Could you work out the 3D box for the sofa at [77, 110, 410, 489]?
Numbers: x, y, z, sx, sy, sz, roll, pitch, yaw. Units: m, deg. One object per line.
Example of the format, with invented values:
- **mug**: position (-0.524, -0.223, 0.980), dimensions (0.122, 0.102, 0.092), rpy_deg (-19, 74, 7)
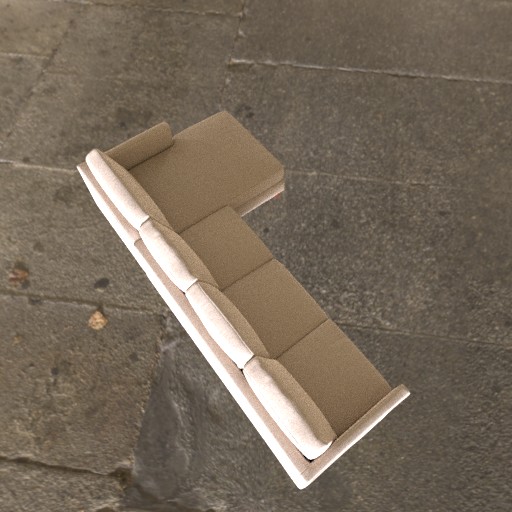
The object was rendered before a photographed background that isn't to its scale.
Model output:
- **sofa**: position (0.000, 0.000, 3.770), dimensions (1.625, 0.861, 3.186), rpy_deg (-34, 66, -17)
